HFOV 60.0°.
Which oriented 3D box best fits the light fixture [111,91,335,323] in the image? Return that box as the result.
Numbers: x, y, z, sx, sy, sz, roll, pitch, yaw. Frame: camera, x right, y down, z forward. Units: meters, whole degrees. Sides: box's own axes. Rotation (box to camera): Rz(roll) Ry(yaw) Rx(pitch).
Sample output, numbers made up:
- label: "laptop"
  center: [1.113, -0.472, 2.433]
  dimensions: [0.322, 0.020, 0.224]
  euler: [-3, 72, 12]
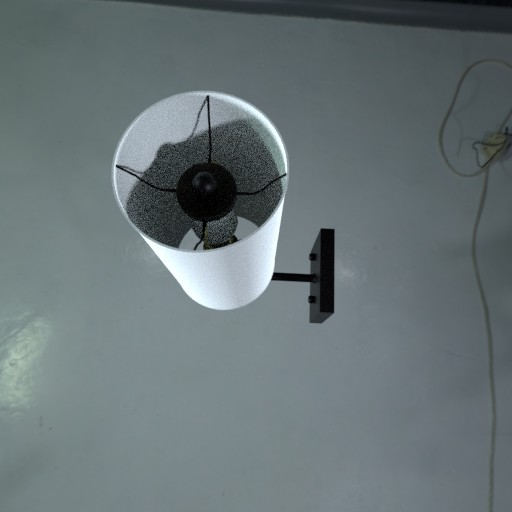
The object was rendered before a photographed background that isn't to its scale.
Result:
- label: "light fixture"
  center: [0.000, 0.000, 0.541]
  dimensions: [0.208, 0.462, 0.128]
  euler: [3, 75, 1]
